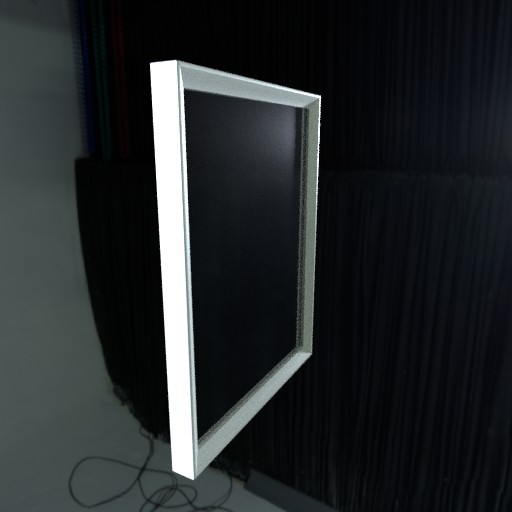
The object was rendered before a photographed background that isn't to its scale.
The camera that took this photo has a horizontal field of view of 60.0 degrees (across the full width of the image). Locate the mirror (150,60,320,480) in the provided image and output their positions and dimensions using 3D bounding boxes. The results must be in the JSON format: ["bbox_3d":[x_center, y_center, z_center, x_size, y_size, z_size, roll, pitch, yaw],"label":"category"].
[{"bbox_3d":[0.000,0.000,0.696,0.041,0.509,0.406,8,16,28],"label":"mirror"}]
